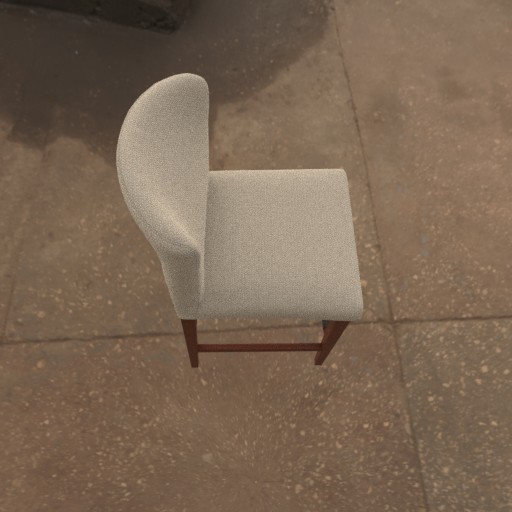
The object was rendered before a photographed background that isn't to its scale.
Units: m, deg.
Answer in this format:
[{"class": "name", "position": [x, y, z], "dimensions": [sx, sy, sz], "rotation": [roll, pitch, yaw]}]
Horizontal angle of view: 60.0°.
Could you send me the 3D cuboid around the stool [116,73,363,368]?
[{"class": "stool", "position": [0.000, 0.000, 1.373], "dimensions": [0.568, 1.069, 0.481], "rotation": [-1, 63, 0]}]
